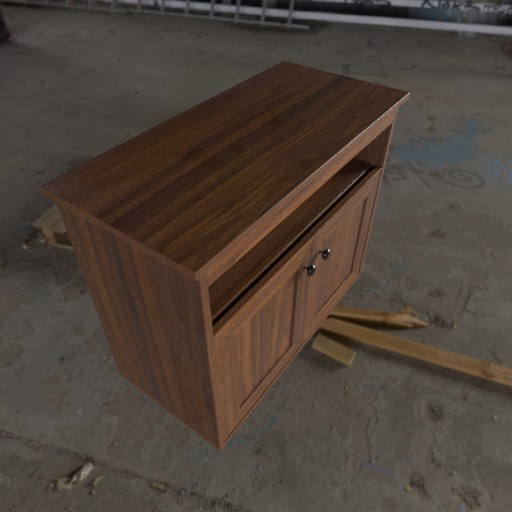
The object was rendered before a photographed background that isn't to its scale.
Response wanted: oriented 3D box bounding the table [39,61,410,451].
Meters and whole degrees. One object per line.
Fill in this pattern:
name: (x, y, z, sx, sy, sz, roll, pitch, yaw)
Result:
table: (0.000, 0.000, 1.200, 0.390, 0.725, 0.802, 26, 49, 26)
